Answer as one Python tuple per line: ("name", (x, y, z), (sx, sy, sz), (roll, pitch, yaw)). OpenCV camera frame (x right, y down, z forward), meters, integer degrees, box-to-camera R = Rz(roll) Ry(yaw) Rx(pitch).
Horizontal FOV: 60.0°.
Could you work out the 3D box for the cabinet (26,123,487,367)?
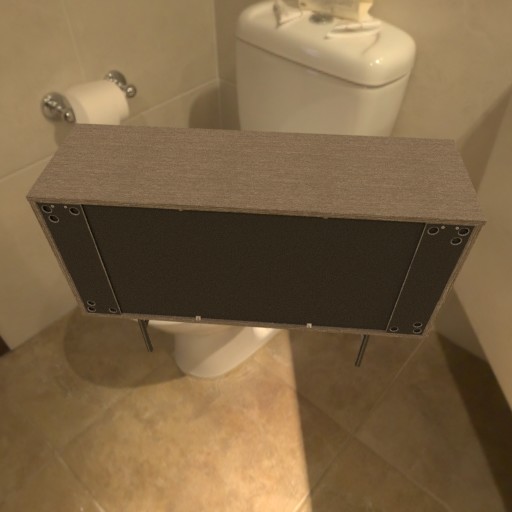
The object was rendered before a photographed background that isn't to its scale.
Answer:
("cabinet", (0.000, 0.000, 1.566), (1.194, 0.787, 0.405), (3, 47, 3))
